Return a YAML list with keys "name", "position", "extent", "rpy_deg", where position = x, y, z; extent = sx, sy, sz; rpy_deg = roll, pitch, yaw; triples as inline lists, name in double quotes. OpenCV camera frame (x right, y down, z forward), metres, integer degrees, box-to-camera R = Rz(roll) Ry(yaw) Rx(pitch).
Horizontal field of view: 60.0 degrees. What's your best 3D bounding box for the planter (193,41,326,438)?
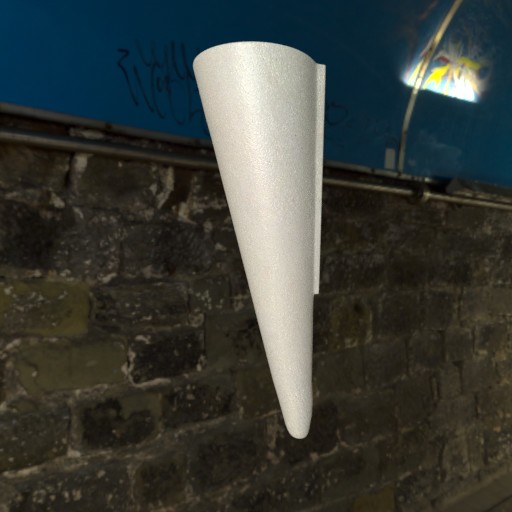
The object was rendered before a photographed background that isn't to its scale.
- name: "planter"
  position: [0.000, 0.000, 0.226]
  extent: [0.064, 0.191, 0.057]
  rpy_deg: [0, 0, -20]
